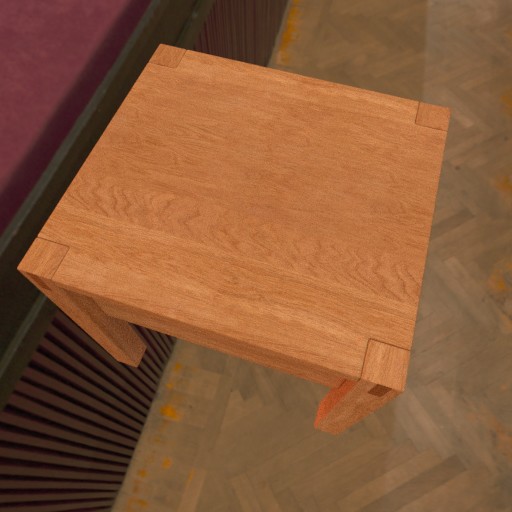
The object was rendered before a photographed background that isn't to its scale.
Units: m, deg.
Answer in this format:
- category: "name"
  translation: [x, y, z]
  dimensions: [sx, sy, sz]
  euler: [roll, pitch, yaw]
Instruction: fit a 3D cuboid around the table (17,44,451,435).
- category: "table"
  translation: [0.000, 0.000, 0.808]
  dimensions: [0.480, 0.450, 0.440]
  euler: [16, 64, 8]
